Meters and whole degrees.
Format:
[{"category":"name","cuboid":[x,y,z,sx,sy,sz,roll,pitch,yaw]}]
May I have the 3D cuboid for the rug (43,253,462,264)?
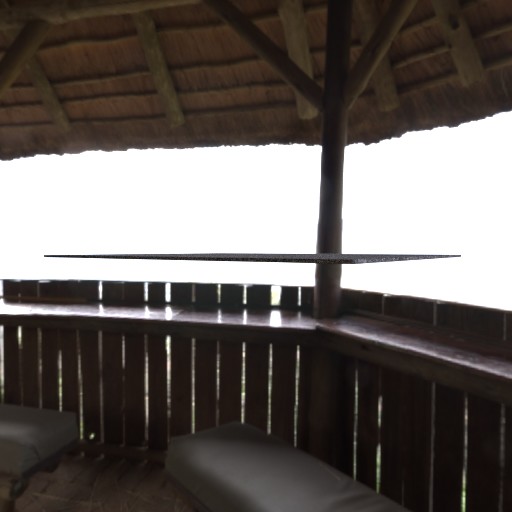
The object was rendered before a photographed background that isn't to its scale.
[{"category":"rug","cuboid":[0.000,0.000,4.059,3.000,0.025,2.401,1,1,36]}]
